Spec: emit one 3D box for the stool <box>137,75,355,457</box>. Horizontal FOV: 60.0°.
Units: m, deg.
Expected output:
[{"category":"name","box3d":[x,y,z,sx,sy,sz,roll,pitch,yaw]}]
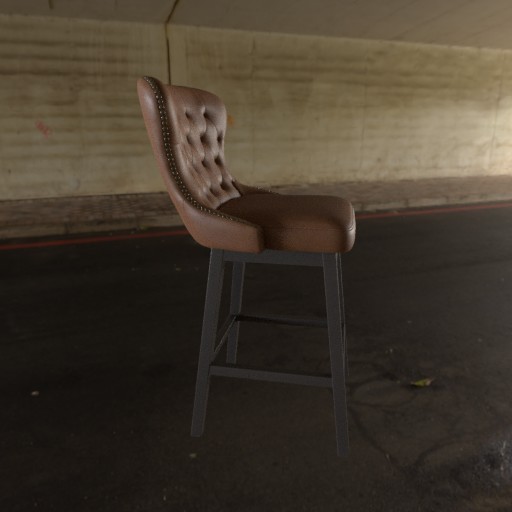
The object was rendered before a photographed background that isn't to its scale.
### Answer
[{"category":"stool","box3d":[0.000,0.000,1.309,0.593,0.971,0.528,3,17,11]}]
